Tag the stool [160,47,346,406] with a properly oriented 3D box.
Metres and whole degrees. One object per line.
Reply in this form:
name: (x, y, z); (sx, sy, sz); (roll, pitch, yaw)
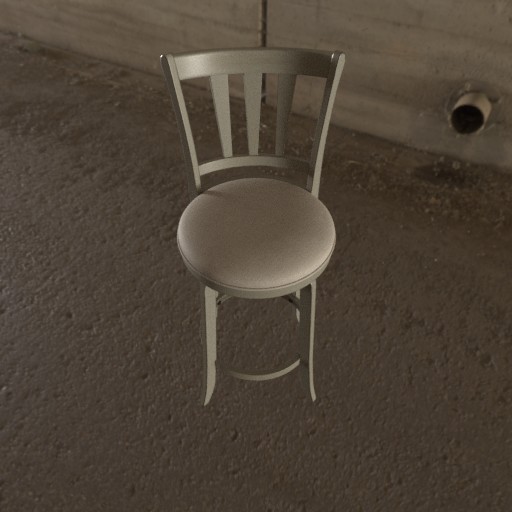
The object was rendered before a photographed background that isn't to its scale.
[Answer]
stool: (0.000, 0.000, 1.295); (0.436, 1.042, 0.475); (-2, 45, -2)
